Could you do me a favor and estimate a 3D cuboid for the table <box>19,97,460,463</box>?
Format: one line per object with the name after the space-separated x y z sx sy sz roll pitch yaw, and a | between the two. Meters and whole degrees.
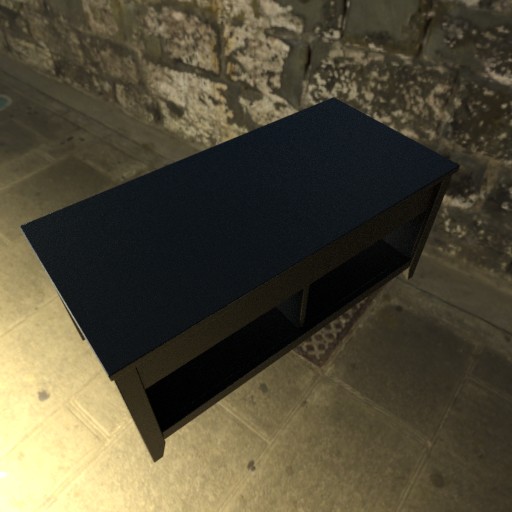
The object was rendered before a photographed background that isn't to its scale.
0.000 0.000 1.274 1.016 0.457 0.483 -29 53 -25 | table
